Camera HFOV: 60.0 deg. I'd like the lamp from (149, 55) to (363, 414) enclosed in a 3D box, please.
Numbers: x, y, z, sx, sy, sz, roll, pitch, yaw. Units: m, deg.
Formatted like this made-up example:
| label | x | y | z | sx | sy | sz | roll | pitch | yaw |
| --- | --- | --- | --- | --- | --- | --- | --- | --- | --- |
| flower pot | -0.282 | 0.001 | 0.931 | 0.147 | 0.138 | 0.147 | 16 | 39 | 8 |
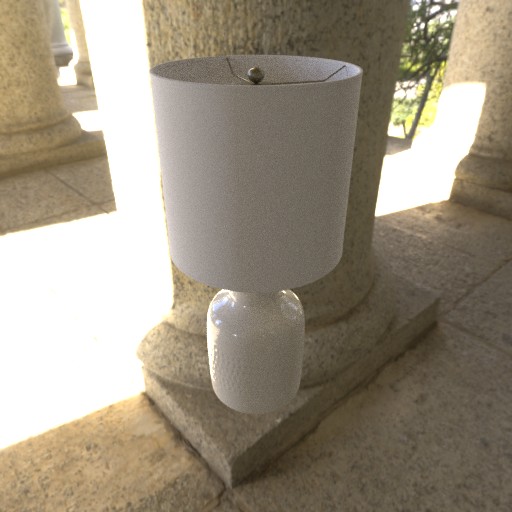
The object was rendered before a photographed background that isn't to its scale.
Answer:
| label | x | y | z | sx | sy | sz | roll | pitch | yaw |
| --- | --- | --- | --- | --- | --- | --- | --- | --- | --- |
| lamp | 0.000 | 0.000 | 0.496 | 0.188 | 0.392 | 0.188 | 10 | 32 | 16 |
